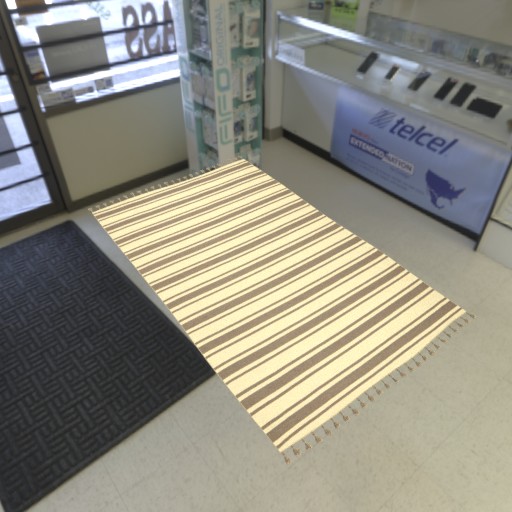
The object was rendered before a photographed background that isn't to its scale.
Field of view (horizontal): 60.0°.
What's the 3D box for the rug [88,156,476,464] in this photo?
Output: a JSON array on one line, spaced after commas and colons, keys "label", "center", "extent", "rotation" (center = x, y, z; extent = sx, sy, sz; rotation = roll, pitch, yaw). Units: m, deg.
[{"label": "rug", "center": [0.000, 0.000, 2.562], "extent": [1.229, 0.011, 2.096], "rotation": [-26, 47, -27]}]
